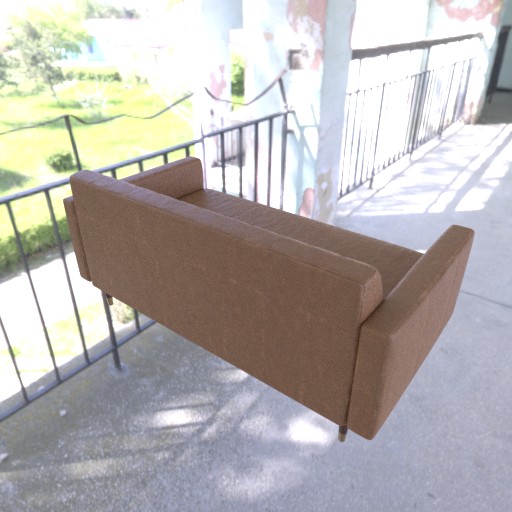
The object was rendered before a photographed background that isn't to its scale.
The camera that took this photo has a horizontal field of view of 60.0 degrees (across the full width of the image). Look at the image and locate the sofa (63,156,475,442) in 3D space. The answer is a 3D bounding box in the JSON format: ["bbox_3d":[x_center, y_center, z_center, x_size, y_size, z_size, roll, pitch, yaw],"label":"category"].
[{"bbox_3d":[0.000,0.000,2.293,1.847,0.821,0.993,21,36,32],"label":"sofa"}]
